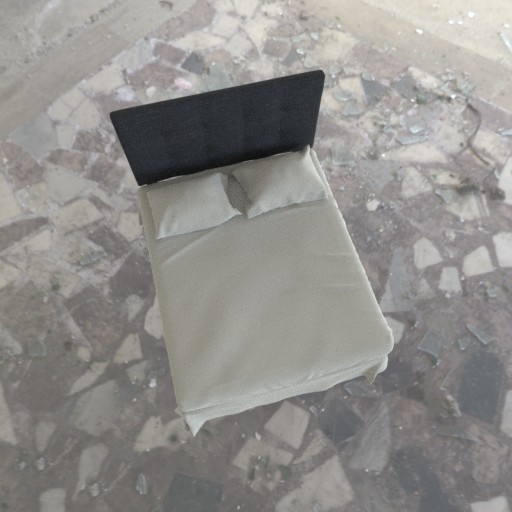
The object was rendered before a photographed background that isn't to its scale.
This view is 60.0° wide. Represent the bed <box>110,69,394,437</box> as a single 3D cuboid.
[{"bbox_3d":[0.000,0.000,3.544,1.936,1.577,2.222,-14,65,-7],"label":"bed"}]
